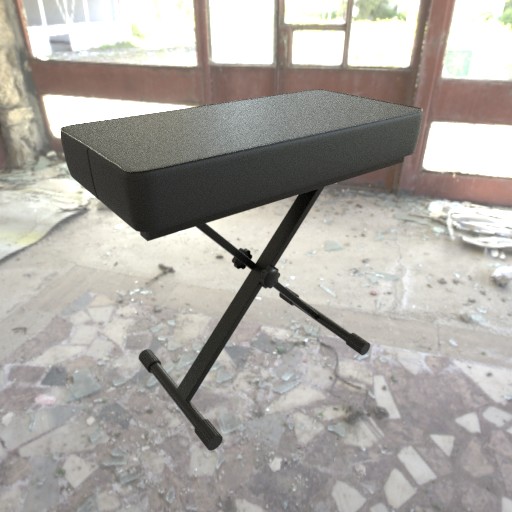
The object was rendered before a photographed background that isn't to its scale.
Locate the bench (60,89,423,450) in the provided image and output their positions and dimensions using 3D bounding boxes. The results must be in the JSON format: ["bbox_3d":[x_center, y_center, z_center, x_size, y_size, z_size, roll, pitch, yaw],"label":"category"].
[{"bbox_3d":[0.000,0.000,0.918,0.600,0.561,0.300,-21,36,-32],"label":"bench"}]
